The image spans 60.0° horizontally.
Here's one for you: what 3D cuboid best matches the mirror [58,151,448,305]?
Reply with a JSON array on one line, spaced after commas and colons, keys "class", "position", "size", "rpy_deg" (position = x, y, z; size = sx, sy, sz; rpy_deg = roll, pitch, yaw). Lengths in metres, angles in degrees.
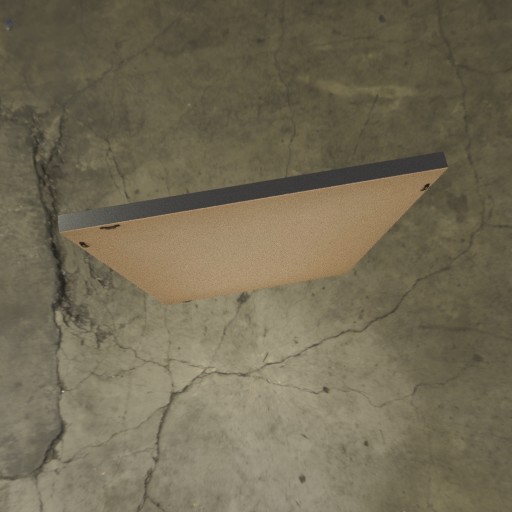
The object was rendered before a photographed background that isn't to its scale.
[{"class": "mirror", "position": [0.000, 0.000, 1.350], "size": [0.762, 1.016, 0.040], "rpy_deg": [-10, 76, -2]}]
